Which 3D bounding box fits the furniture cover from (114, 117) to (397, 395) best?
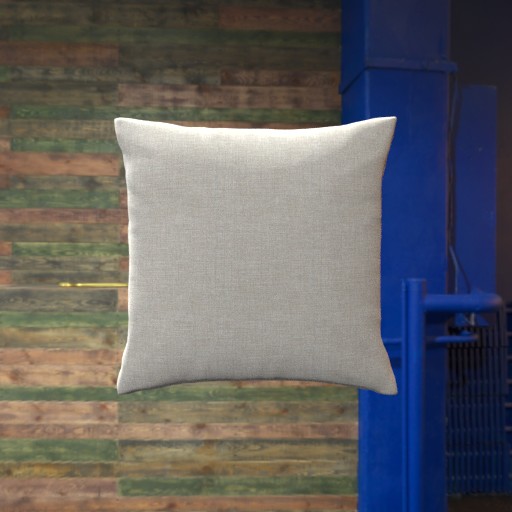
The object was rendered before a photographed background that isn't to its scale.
[{"bbox_3d":[0.000,0.000,0.809,0.517,0.508,0.158,0,0,0],"label":"furniture cover"}]
